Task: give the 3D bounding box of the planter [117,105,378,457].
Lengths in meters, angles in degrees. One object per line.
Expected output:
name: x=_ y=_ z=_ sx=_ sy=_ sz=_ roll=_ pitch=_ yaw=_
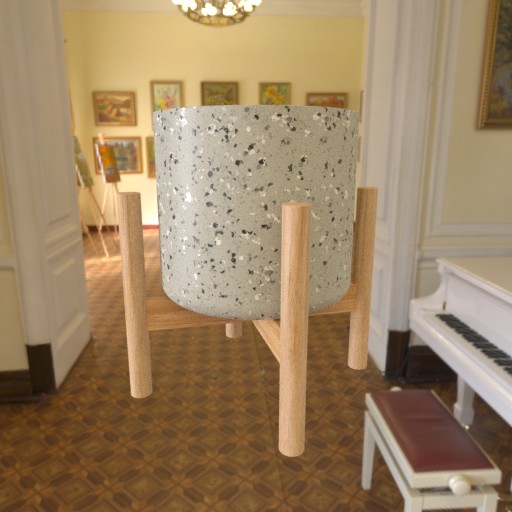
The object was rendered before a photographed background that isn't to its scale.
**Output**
planter: x=0.000 y=0.000 z=0.526 sx=0.284 sy=0.320 sz=0.284 roll=2 pitch=14 yaw=8
